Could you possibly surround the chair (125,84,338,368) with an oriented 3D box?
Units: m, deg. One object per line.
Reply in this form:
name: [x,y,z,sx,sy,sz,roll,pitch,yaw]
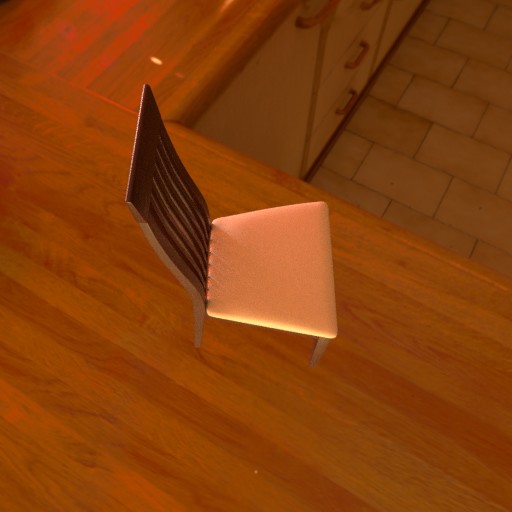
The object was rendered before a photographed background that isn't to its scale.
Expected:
chair: [0.000,0.000,1.317,0.474,1.027,0.460,0,64,0]
